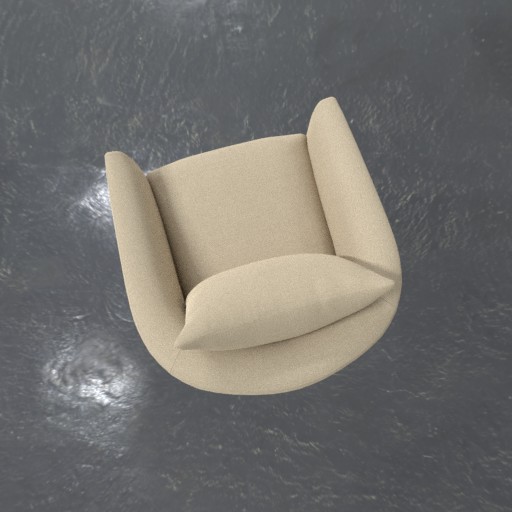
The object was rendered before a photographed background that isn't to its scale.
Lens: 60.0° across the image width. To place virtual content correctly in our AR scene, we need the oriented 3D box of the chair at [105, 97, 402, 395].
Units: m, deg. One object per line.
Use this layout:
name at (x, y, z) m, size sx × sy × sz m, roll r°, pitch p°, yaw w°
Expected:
chair at (0.000, 0.000, 1.566) m, size 0.845 × 0.848 × 0.910 m, roll -15°, pitch 77°, yaw -4°
